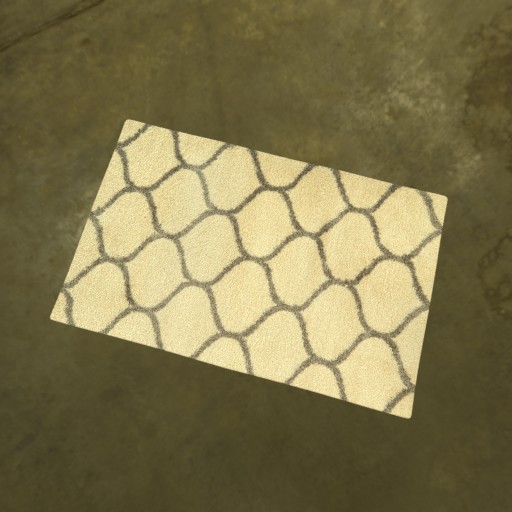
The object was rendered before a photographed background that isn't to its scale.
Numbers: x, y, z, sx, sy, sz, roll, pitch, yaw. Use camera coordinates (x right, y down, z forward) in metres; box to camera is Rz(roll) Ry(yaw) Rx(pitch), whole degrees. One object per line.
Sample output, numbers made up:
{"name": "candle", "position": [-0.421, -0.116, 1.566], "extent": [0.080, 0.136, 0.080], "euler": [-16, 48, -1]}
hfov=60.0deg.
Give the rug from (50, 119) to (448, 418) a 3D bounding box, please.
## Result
{"name": "rug", "position": [0.000, 0.000, 2.959], "extent": [2.348, 0.024, 1.501], "euler": [15, 76, 4]}
